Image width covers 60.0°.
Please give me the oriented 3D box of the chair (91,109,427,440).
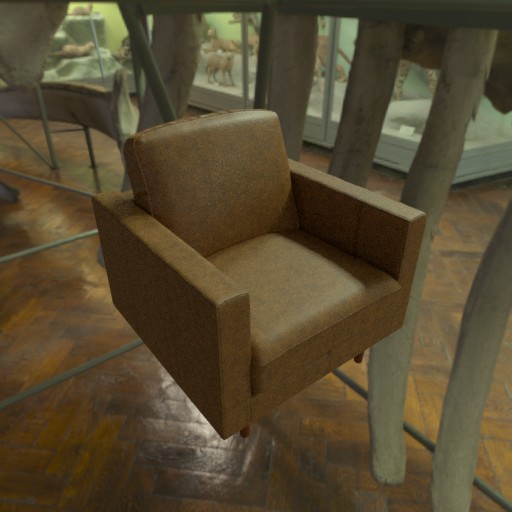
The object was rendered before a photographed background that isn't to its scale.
[{"bbox_3d":[0.000,0.000,1.710,0.890,0.956,0.909,-22,37,-31],"label":"chair"}]
